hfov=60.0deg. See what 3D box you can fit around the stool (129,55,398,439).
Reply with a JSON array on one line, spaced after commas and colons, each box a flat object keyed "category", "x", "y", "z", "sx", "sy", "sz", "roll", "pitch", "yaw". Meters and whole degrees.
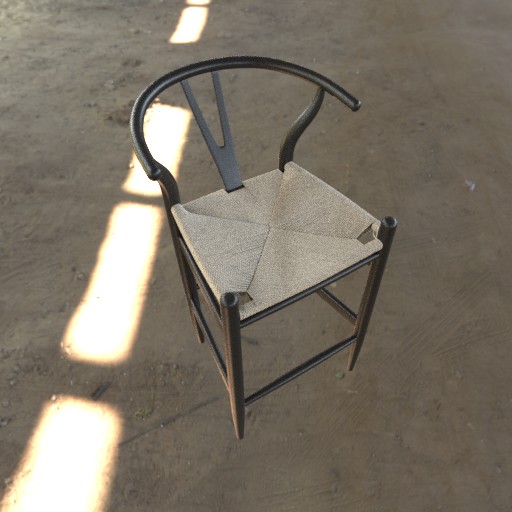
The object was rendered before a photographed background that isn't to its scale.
[{"category": "stool", "x": 0.000, "y": 0.000, "z": 1.340, "sx": 0.569, "sy": 0.970, "sz": 0.579, "roll": -24, "pitch": 51, "yaw": -21}]
